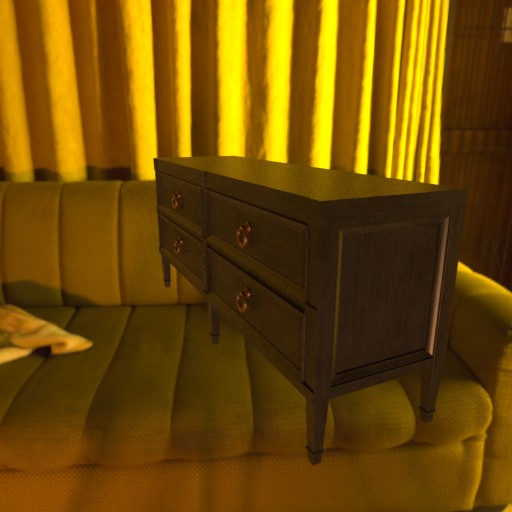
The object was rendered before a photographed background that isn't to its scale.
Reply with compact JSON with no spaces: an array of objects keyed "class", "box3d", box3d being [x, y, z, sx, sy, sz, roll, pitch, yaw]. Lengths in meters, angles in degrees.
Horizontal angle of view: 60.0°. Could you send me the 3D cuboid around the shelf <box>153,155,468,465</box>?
[{"class":"shelf","box3d":[0.000,0.000,1.845,0.479,0.719,1.575,-8,18,-25]}]
